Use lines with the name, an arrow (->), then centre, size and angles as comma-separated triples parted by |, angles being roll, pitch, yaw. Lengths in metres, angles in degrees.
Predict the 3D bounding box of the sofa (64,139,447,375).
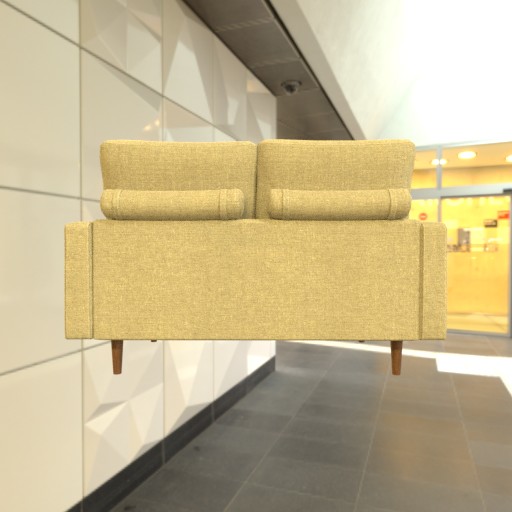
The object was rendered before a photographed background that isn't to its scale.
sofa -> 0.000, 0.000, 1.997 | 1.407, 0.907, 0.842 | 0, 1, 1
